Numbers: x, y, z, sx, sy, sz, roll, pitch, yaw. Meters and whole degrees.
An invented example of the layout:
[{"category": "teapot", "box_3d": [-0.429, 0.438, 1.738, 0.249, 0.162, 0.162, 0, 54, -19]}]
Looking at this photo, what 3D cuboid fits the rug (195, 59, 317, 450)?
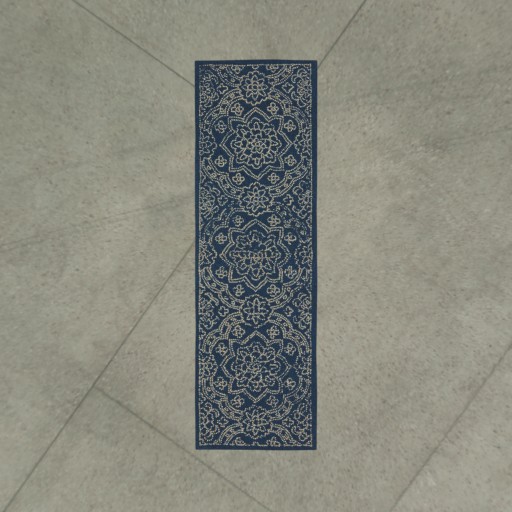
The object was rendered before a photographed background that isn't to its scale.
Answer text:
[{"category": "rug", "box_3d": [0.000, 0.000, 2.776, 0.769, 0.012, 2.448, 0, 91, 0]}]
